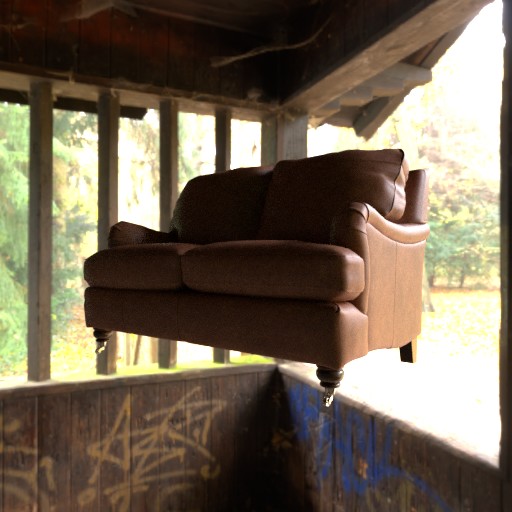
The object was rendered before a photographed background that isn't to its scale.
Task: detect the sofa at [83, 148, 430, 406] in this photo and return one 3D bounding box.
[{"bbox_3d":[0.000,0.000,2.255,1.527,1.004,1.077,0,0,38],"label":"sofa"}]
